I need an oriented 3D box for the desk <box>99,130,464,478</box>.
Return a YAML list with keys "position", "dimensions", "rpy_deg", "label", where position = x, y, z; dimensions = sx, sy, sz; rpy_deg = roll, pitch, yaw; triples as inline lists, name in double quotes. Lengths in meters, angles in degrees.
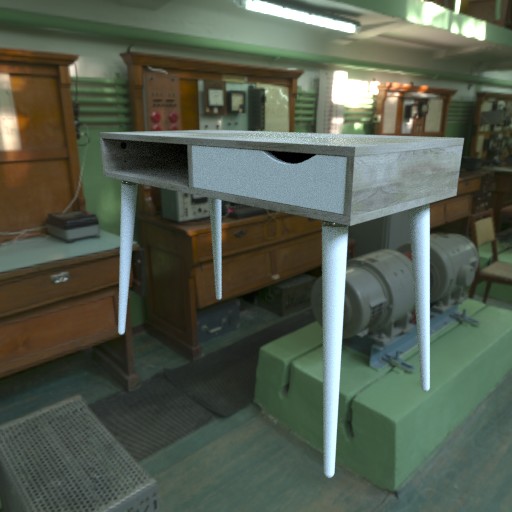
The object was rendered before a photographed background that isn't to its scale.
- position: [0.000, 0.000, 1.372]
  dimensions: [0.491, 0.723, 0.979]
  rpy_deg: [-16, 24, -42]
  label: "desk"
